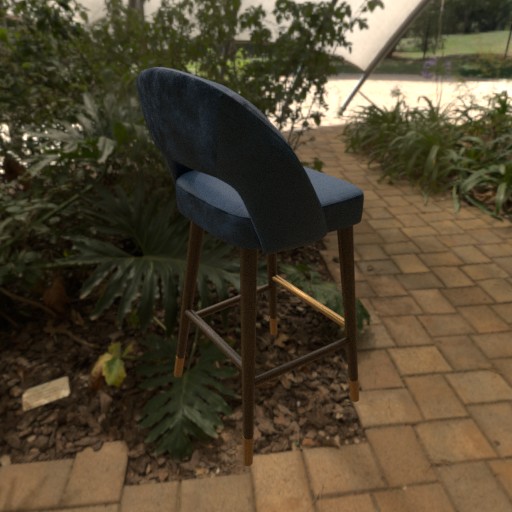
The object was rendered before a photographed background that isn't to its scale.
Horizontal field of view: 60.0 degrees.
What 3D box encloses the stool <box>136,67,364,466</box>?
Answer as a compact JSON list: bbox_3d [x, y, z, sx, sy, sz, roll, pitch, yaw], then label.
[{"bbox_3d":[0.000,0.000,1.277,0.515,1.016,0.514,-17,31,-31],"label":"stool"}]
